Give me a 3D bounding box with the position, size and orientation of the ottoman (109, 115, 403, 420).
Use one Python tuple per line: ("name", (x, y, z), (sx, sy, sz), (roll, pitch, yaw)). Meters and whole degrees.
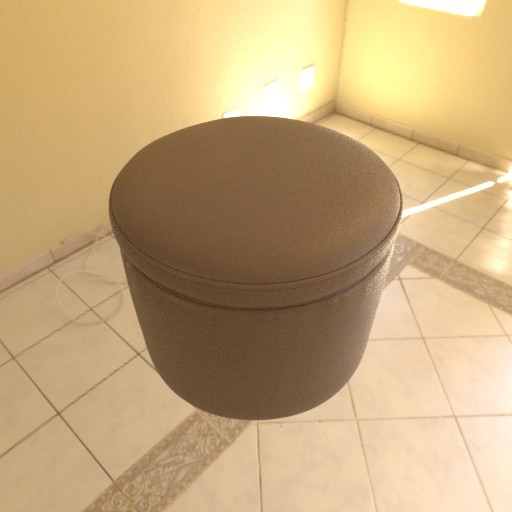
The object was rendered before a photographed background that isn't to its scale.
("ottoman", (0.000, 0.000, 0.879), (0.500, 0.409, 0.500), (0, 43, 0))
